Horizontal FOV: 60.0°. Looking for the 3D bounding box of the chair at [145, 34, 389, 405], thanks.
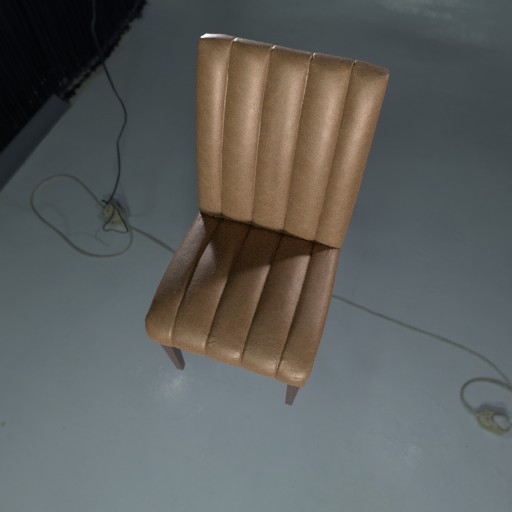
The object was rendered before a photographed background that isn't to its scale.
[{"bbox_3d":[0.000,0.000,1.366,0.511,1.016,0.647,15,61,9],"label":"chair"}]
